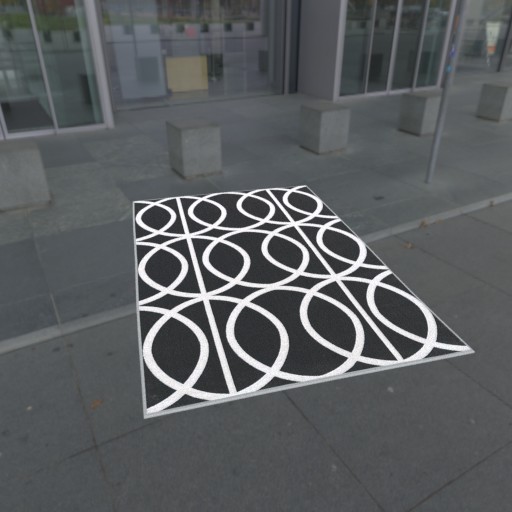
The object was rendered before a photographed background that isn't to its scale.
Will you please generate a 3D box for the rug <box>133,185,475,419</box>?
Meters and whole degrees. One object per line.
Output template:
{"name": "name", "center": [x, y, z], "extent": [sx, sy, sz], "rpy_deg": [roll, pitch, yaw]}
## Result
{"name": "rug", "center": [0.000, 0.000, 2.868], "extent": [1.526, 0.014, 2.290], "rpy_deg": [-7, 30, -13]}
